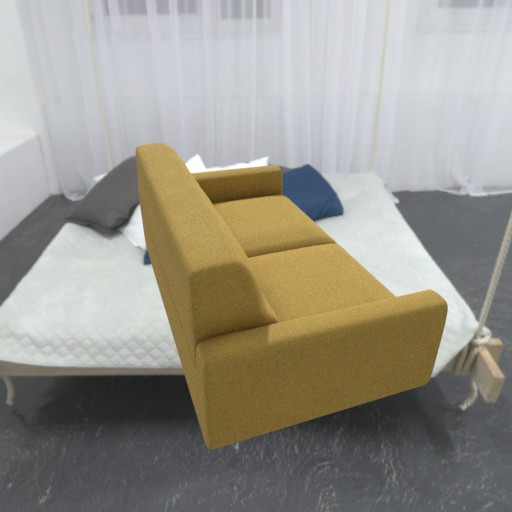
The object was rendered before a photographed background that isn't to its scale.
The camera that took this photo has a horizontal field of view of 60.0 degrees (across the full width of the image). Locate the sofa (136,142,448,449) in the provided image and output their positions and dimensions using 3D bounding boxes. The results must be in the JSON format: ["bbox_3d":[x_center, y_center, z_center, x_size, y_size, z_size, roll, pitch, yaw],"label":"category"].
[{"bbox_3d":[0.000,0.000,2.148,0.909,0.841,1.631,-10,31,-17],"label":"sofa"}]
